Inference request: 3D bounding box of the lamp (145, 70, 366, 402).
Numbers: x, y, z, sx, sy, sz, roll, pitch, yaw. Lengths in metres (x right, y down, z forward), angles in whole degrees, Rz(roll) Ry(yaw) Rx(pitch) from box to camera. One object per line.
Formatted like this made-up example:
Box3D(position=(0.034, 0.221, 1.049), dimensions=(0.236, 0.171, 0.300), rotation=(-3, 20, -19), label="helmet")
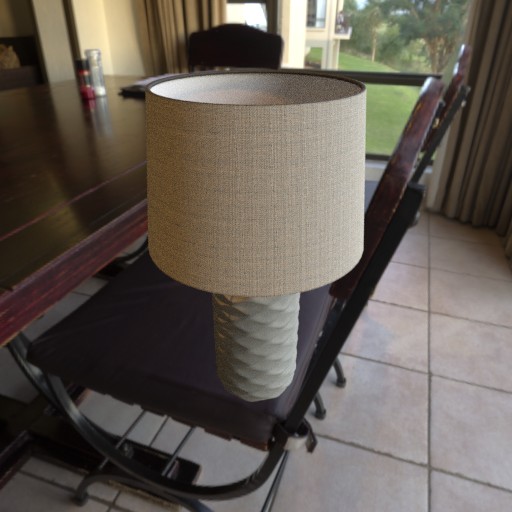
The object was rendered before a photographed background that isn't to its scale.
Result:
Box3D(position=(0.000, 0.000, 0.811), dimensions=(0.376, 0.594, 0.376), rotation=(0, 30, 0), label="lamp")
